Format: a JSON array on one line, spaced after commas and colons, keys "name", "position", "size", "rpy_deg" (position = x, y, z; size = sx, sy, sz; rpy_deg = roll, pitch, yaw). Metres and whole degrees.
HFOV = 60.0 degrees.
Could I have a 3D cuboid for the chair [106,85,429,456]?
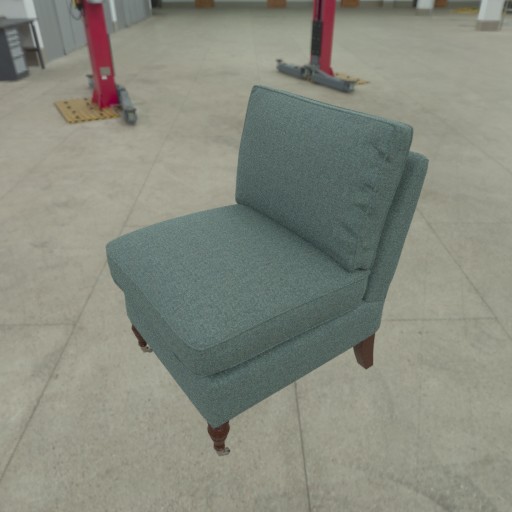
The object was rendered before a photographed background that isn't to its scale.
[{"name": "chair", "position": [0.000, 0.000, 1.415], "size": [0.796, 0.901, 0.624], "rpy_deg": [-22, 38, -30]}]
